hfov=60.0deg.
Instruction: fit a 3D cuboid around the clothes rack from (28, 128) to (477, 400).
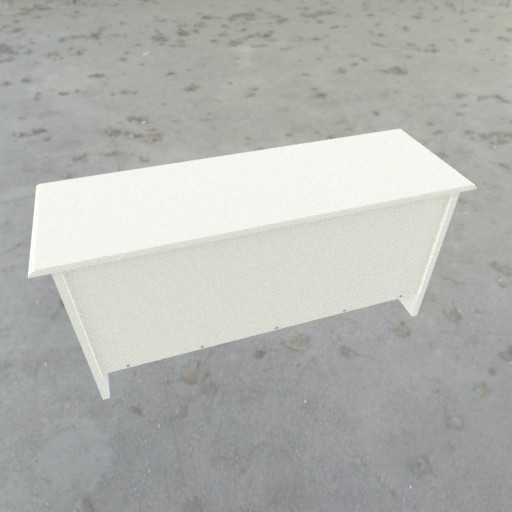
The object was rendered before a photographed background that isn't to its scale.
[{"bbox_3d":[0.000,0.000,1.463,1.218,0.558,0.405,-12,42,-14],"label":"clothes rack"}]
